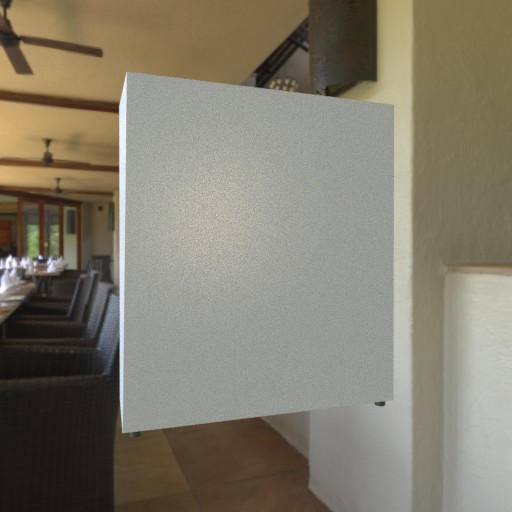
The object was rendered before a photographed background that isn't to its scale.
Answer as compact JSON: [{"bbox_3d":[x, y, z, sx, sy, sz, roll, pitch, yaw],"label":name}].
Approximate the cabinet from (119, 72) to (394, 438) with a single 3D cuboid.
[{"bbox_3d":[0.000,0.000,1.696,0.990,1.150,0.348,0,0,-18],"label":"cabinet"}]
